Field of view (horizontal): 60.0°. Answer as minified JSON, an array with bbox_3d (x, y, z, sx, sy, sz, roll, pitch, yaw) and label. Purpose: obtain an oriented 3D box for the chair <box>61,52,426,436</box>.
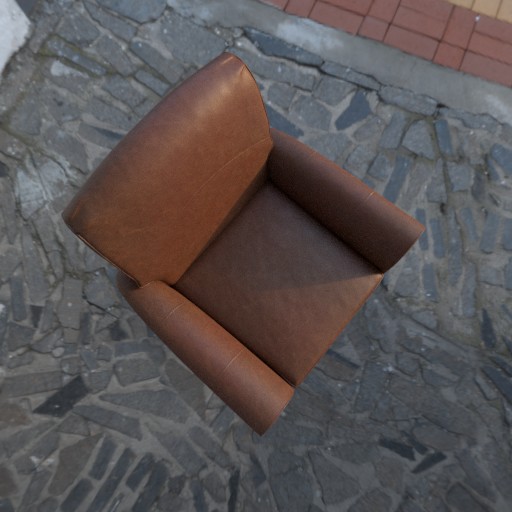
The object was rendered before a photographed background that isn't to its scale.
[{"bbox_3d":[0.000,0.000,1.733,0.902,1.061,0.978,39,79,9],"label":"chair"}]
